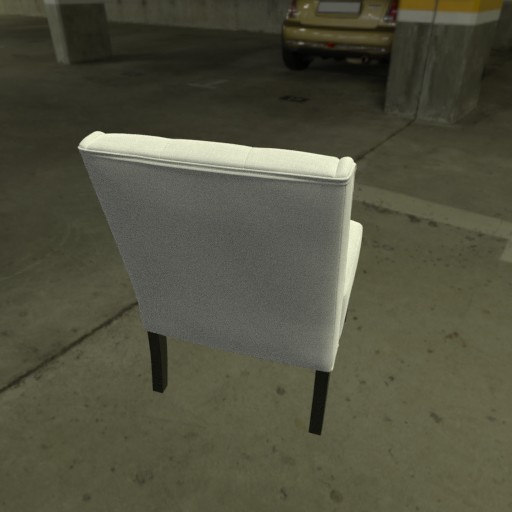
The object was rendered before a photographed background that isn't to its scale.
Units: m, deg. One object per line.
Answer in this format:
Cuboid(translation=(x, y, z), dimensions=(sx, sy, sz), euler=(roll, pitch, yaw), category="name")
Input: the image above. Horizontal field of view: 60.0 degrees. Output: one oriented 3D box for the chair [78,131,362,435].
Cuboid(translation=(0.000, 0.000, 1.310), dimensions=(0.569, 0.853, 0.676), euler=(10, 33, 15), category="chair")
